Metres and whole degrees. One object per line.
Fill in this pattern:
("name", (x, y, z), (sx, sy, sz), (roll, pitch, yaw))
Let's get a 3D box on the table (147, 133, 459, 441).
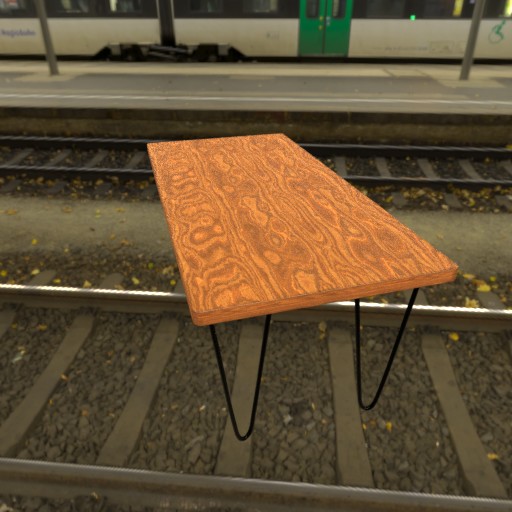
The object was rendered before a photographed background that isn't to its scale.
("table", (0.000, 0.000, 2.273), (0.883, 0.753, 1.791), (-8, 31, -14))
